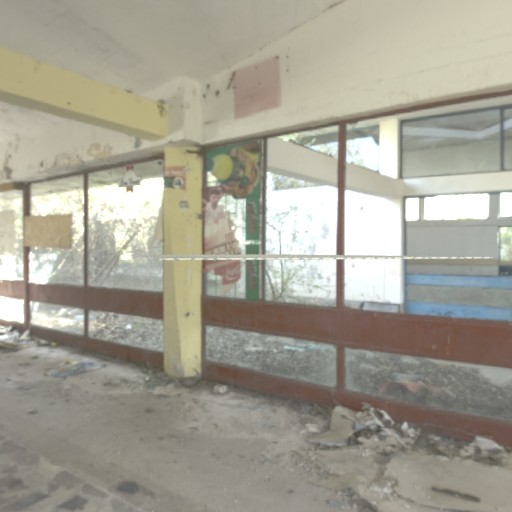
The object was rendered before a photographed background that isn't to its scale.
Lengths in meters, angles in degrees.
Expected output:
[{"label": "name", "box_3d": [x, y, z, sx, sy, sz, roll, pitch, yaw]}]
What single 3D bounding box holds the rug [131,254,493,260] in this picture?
[{"label": "rug", "box_3d": [0.000, 0.000, 2.983, 1.526, 0.008, 2.441, 0, 1, -18]}]
